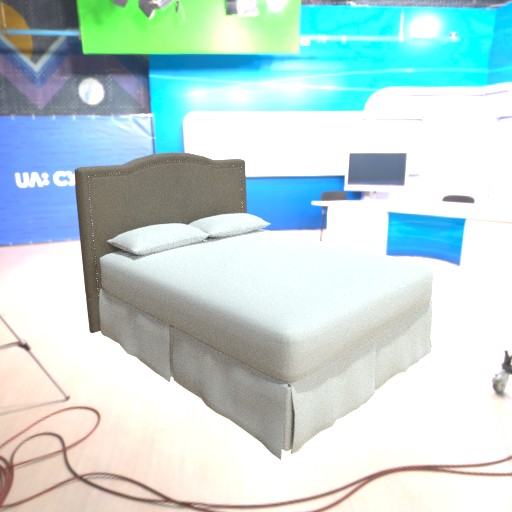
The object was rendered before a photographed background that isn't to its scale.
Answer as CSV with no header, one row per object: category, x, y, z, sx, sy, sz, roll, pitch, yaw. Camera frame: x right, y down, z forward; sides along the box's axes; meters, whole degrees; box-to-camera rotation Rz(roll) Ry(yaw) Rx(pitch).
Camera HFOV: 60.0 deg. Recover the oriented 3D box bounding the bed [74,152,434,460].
bed,0.000,0.000,3.287,1.744,1.441,2.128,-15,21,-43
